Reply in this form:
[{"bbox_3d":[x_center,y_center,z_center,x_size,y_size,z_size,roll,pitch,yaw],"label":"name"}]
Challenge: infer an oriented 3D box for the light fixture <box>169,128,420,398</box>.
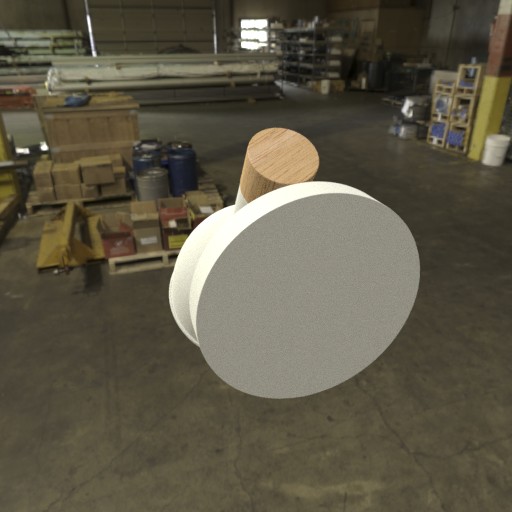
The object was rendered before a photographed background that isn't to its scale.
[{"bbox_3d":[0.000,0.000,0.331,0.127,0.199,0.209,-8,28,-16],"label":"light fixture"}]
